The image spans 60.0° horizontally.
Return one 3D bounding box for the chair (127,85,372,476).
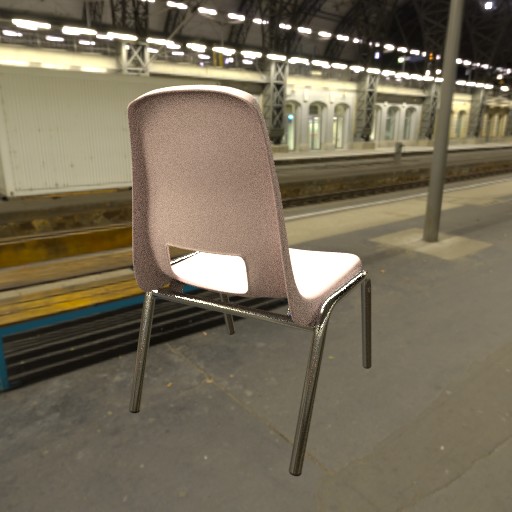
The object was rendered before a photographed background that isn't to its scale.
[{"bbox_3d":[0.000,0.000,0.783,0.354,0.537,0.385,8,18,27],"label":"chair"}]
